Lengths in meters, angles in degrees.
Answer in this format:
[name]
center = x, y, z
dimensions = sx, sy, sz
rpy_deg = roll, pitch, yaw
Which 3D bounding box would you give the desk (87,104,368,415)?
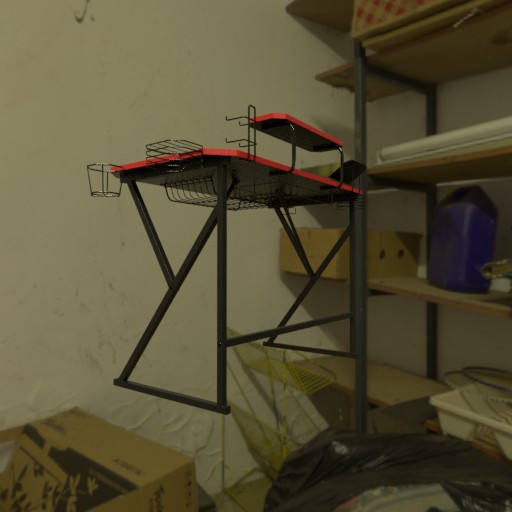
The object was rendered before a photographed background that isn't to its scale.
[desk]
center = 0.000, 0.000, 1.764
dimensions = 0.588, 0.913, 1.280
rpy_deg = -1, -1, 36
